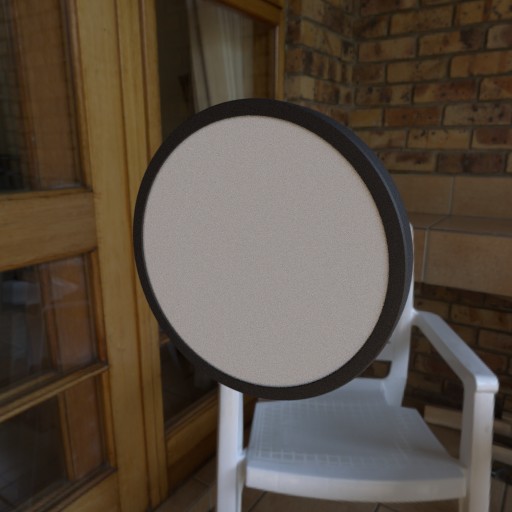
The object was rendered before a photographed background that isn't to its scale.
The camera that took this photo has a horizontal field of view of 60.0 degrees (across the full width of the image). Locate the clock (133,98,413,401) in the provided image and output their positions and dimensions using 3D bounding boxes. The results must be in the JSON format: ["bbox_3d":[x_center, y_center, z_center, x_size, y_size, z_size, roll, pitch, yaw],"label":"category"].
[{"bbox_3d":[0.000,0.000,0.439,0.293,0.293,0.040,7,16,27],"label":"clock"}]
